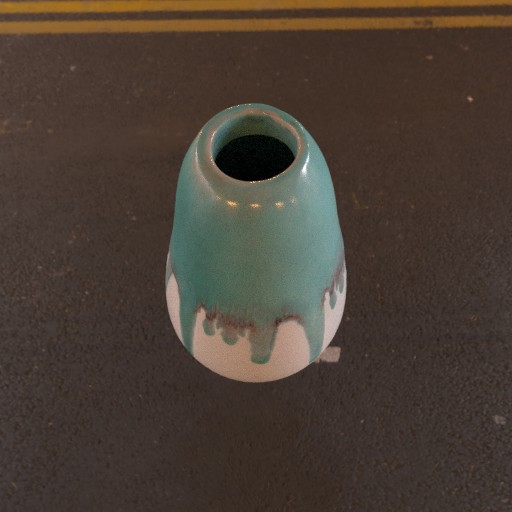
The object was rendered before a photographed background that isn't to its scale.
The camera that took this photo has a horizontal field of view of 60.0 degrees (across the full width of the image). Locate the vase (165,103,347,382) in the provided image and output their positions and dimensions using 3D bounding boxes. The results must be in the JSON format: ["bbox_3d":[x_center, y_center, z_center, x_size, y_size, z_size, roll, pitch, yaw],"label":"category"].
[{"bbox_3d":[0.000,0.000,0.258,0.116,0.179,0.116,0,58,0],"label":"vase"}]
